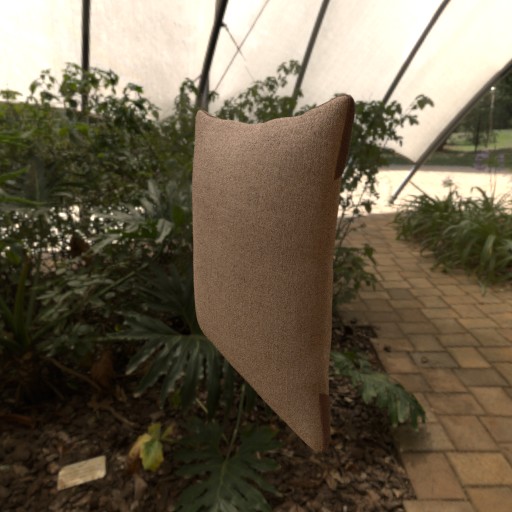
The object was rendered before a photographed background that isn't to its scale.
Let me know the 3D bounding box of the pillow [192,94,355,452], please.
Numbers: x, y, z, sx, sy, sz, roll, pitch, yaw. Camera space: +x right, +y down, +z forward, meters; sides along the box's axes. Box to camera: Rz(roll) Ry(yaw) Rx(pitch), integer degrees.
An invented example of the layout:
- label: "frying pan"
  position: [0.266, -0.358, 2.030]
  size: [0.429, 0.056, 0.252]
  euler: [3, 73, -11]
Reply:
- label: "pillow"
  position: [0.000, 0.000, 0.691]
  size: [0.147, 0.448, 0.437]
  euler: [-8, 18, -27]
